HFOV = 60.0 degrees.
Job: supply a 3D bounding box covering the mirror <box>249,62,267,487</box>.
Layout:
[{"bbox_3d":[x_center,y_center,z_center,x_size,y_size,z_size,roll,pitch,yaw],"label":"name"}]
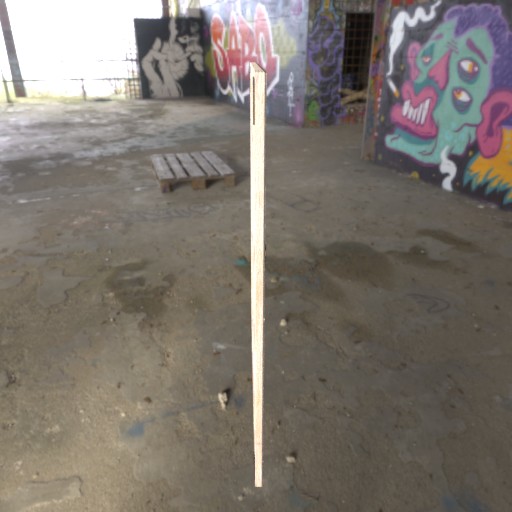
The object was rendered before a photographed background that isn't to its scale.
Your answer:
[{"bbox_3d":[0.000,0.000,1.262,0.025,0.996,0.705,-1,25,-1],"label":"mirror"}]
